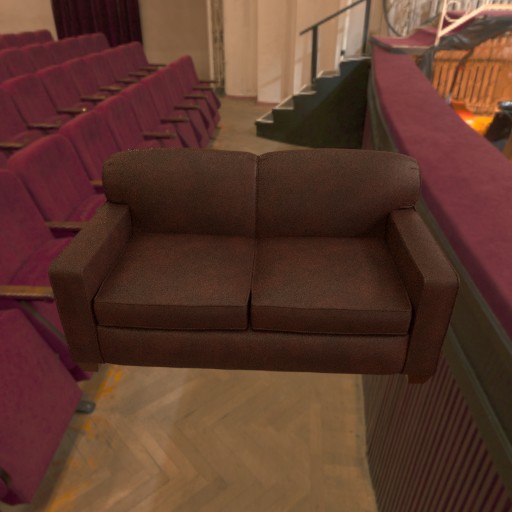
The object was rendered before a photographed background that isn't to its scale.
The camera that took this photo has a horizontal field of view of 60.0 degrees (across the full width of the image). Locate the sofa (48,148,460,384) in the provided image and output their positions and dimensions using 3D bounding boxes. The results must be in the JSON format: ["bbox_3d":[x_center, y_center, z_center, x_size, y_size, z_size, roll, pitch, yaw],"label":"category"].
[{"bbox_3d":[0.000,0.000,2.422,1.856,0.966,1.000,1,30,2],"label":"sofa"}]
